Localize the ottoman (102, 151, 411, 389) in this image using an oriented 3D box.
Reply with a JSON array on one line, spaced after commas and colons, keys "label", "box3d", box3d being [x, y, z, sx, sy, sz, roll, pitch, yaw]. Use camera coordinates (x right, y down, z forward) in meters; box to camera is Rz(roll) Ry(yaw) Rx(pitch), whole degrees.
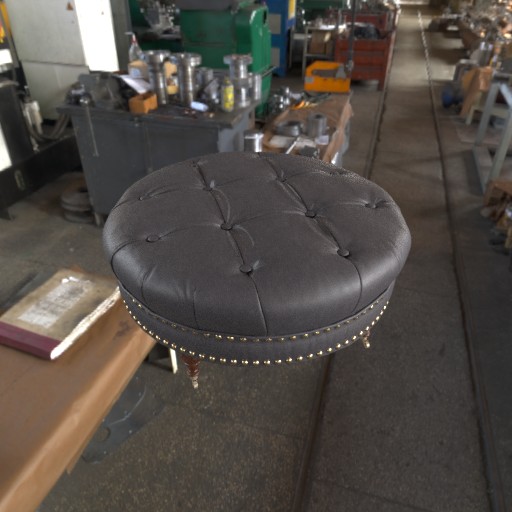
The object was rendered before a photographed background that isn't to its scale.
[{"label": "ottoman", "box3d": [0.000, 0.000, 1.409, 0.901, 0.439, 0.901, 0, 34, 0]}]
